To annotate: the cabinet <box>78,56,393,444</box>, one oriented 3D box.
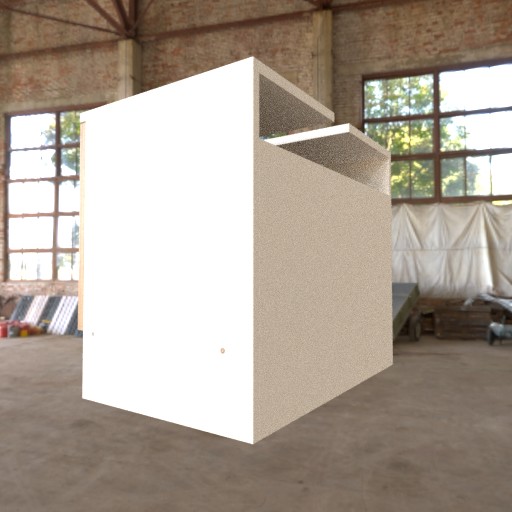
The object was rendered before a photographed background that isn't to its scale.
[{"bbox_3d":[0.000,0.000,0.956,0.400,0.522,0.600,-1,-2,34],"label":"cabinet"}]
